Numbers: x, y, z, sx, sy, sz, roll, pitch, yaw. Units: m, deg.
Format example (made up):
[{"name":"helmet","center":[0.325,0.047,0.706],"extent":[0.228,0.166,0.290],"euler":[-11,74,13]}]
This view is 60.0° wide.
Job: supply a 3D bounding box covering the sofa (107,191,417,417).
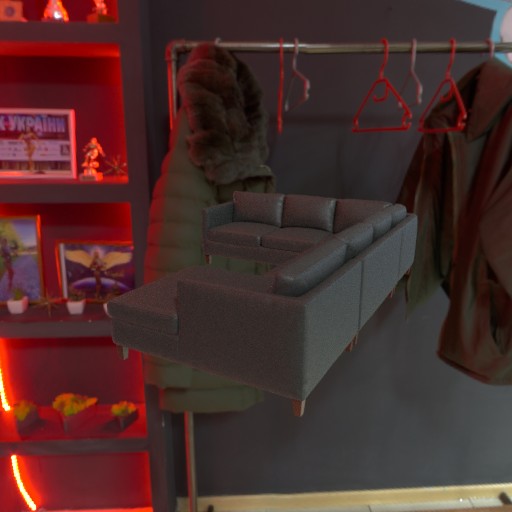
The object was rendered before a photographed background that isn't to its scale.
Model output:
[{"name":"sofa","center":[0.000,0.000,4.564],"extent":[2.593,0.923,3.460],"euler":[8,17,28]}]
